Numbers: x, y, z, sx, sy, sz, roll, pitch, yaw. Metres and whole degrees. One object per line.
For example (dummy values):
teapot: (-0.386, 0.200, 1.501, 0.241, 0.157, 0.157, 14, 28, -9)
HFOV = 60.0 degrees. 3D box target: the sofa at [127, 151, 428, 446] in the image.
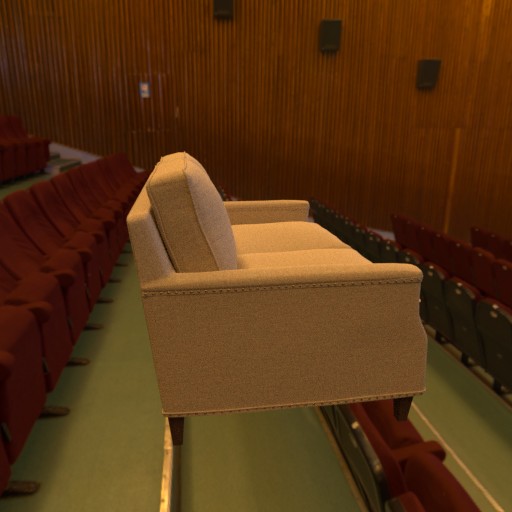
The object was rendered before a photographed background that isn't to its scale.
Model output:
sofa: (0.000, 0.000, 2.260, 1.084, 1.003, 1.597, -3, 16, -9)
